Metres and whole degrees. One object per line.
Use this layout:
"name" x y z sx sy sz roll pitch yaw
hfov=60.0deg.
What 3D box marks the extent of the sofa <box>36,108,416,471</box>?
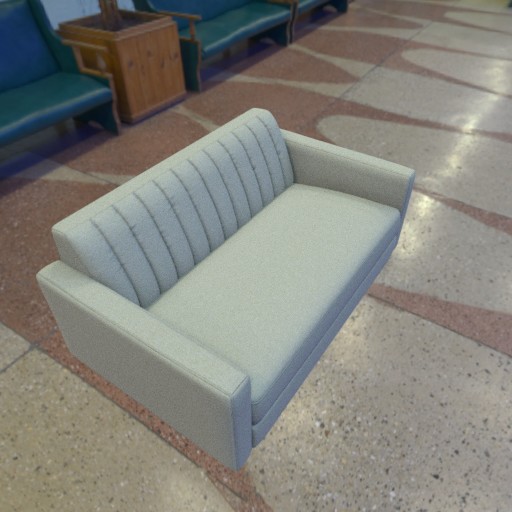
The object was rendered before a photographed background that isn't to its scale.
"sofa" 0.000 0.000 2.111 0.950 0.801 1.585 24 47 25
